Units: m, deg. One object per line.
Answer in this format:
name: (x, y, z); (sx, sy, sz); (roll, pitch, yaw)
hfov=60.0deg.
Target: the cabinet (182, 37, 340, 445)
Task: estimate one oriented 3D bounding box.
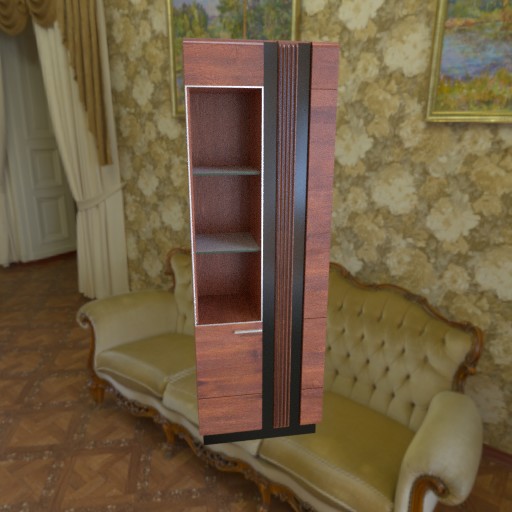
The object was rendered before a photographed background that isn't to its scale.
cabinet: (0.000, 0.000, 2.294); (0.660, 1.980, 0.420); (-3, 16, -9)
